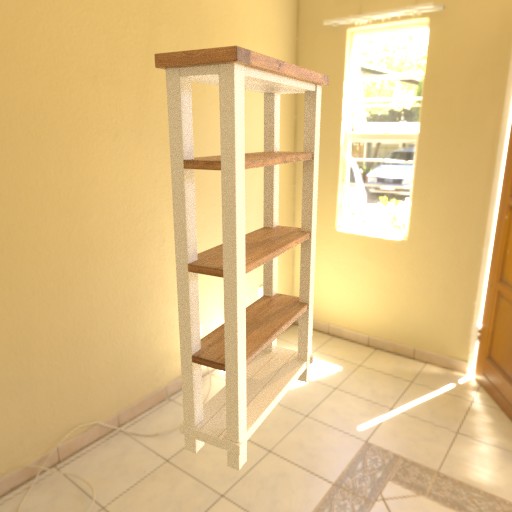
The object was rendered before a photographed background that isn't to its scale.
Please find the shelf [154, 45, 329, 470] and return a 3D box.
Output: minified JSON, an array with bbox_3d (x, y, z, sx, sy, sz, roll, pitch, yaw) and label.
[{"bbox_3d":[0.000,0.000,2.370,0.381,1.878,1.022,8,18,27],"label":"shelf"}]
